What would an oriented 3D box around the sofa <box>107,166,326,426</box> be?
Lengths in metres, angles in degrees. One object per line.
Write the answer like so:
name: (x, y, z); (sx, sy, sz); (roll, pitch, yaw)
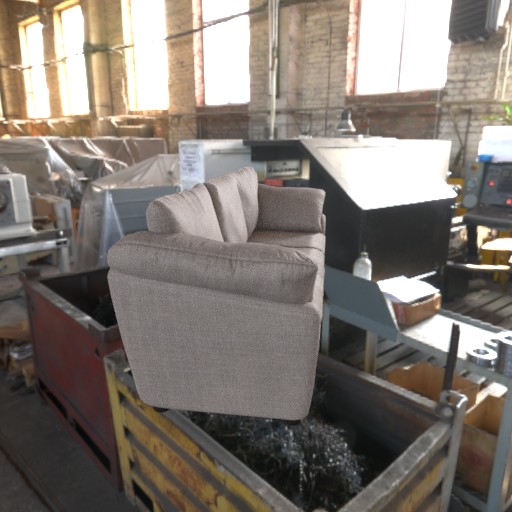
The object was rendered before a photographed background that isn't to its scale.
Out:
sofa: (0.000, 0.000, 2.833); (0.878, 0.996, 2.334); (2, 15, 9)
